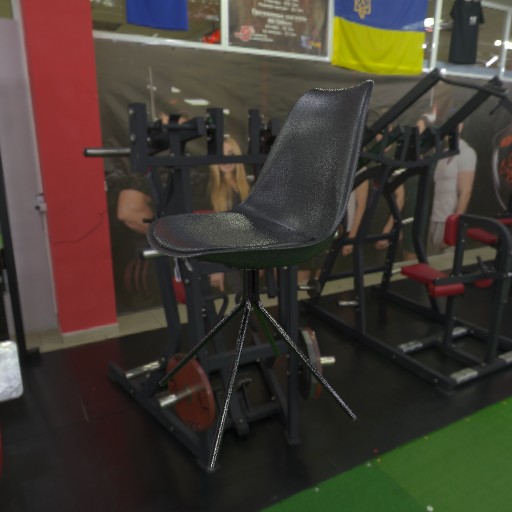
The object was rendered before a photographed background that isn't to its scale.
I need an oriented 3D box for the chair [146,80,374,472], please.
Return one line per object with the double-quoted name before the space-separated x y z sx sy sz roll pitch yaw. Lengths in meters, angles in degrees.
"chair" 0.000 0.000 1.141 0.525 0.850 0.461 -8 17 -26
